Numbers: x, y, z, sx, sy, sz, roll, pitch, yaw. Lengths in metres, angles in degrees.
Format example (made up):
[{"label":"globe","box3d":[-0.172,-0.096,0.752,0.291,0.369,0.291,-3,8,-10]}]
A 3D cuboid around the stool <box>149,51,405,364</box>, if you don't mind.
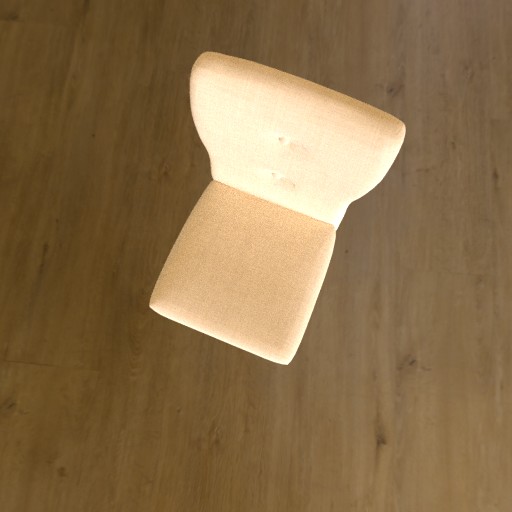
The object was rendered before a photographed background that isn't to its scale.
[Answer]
[{"label":"stool","box3d":[0.000,0.000,1.482,0.516,1.124,0.603,21,77,5]}]
